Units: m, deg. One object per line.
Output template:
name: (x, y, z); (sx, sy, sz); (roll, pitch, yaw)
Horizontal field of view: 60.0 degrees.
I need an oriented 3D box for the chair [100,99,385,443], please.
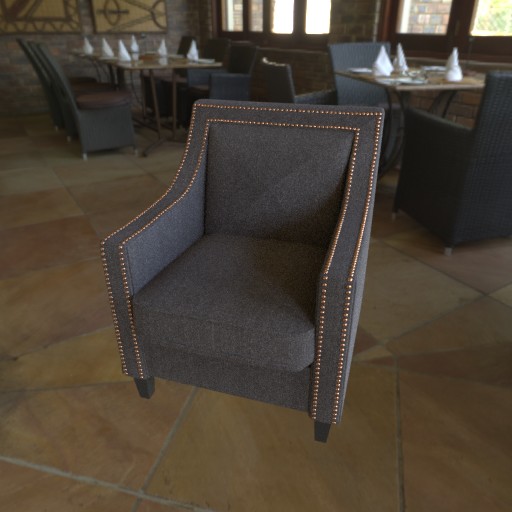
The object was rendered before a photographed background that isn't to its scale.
chair: (0.000, 0.000, 1.633); (0.776, 0.967, 0.884); (8, 29, 15)
